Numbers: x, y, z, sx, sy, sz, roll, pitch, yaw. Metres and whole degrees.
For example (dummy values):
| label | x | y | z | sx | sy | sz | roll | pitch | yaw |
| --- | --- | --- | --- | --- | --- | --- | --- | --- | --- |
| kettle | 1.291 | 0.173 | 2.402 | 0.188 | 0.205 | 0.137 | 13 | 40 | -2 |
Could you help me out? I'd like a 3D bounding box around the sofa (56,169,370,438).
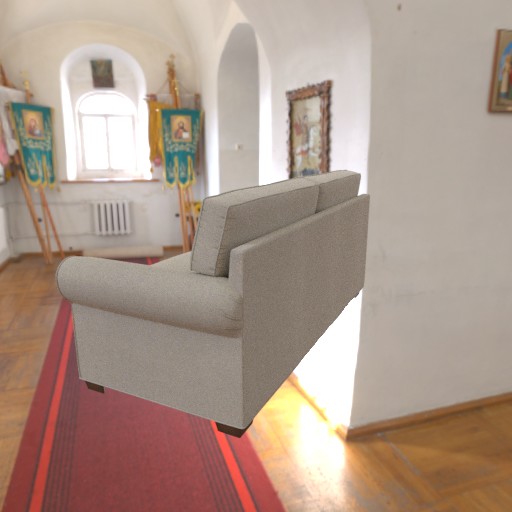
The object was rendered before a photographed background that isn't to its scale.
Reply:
| label | x | y | z | sx | sy | sz | roll | pitch | yaw |
| --- | --- | --- | --- | --- | --- | --- | --- | --- | --- |
| sofa | 0.000 | 0.000 | 2.670 | 0.901 | 0.962 | 2.146 | 7 | 16 | 26 |
